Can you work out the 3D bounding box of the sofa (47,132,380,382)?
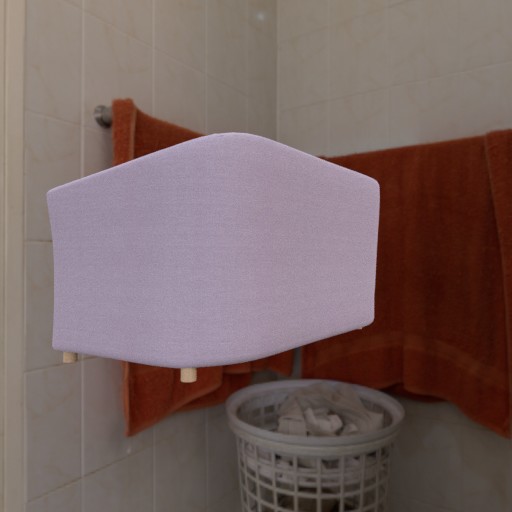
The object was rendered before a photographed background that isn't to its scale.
[{"bbox_3d":[0.000,0.000,1.866,0.705,0.721,1.452,0,0,37],"label":"sofa"}]
